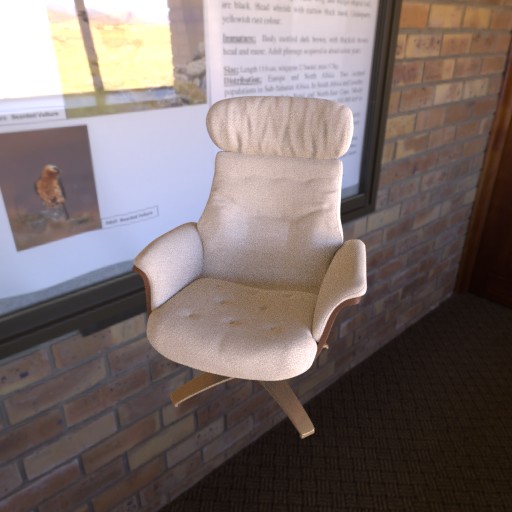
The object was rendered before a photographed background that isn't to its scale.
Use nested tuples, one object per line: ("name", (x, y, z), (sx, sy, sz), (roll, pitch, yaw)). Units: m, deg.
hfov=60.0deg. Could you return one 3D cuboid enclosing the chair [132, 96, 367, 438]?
("chair", (0.000, 0.000, 1.573), (0.785, 0.995, 0.837), (8, 27, 15))
